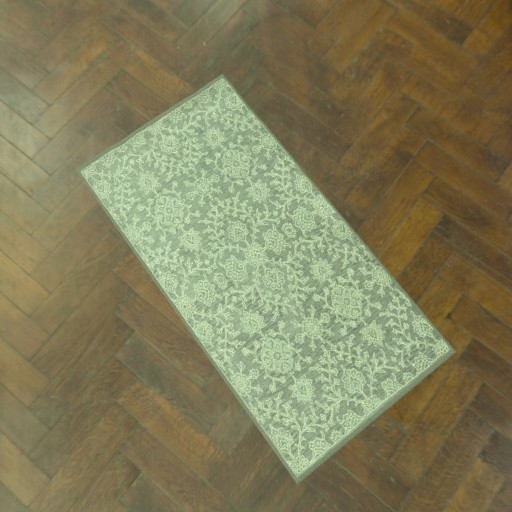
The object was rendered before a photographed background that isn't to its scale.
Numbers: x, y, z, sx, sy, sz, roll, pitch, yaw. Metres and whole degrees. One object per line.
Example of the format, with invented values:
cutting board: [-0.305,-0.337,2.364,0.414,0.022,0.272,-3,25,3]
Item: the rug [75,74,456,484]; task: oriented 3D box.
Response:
rug: [0.000,0.000,3.573,1.546,0.011,3.048,-36,79,-8]
